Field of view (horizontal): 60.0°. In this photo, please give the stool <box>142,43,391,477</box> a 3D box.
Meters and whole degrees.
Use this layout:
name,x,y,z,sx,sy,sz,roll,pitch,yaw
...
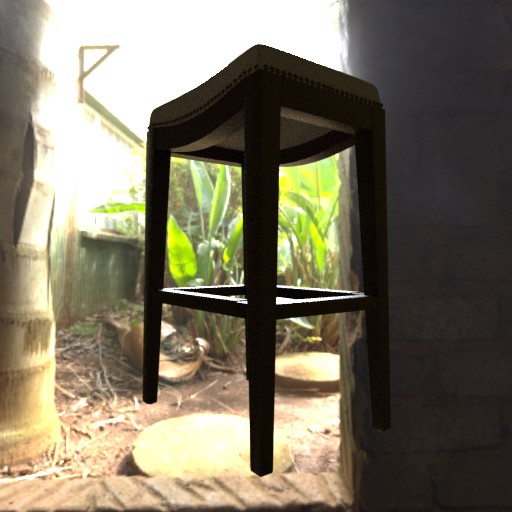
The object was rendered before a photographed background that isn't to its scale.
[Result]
name,x,y,z,sx,sy,sz,roll,pitch,yaw
stool,0.000,0.000,1.053,0.358,0.759,0.498,0,0,-37
